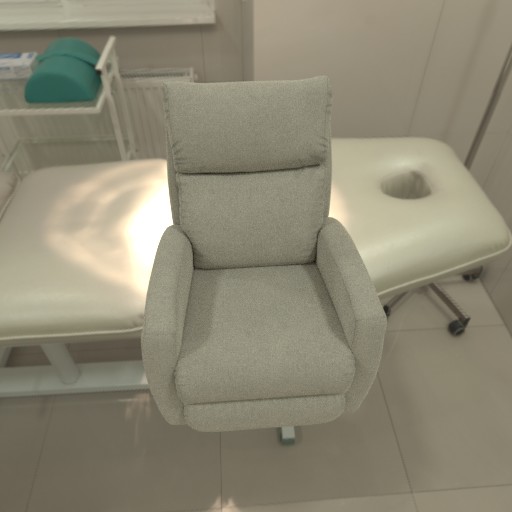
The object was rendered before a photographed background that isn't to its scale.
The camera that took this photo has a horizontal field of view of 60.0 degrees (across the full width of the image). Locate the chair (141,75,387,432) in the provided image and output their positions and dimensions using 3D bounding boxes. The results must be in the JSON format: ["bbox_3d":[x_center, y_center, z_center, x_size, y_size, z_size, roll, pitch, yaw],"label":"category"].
[{"bbox_3d":[0.000,0.000,1.657,0.794,1.021,0.940,-3,46,-3],"label":"chair"}]
